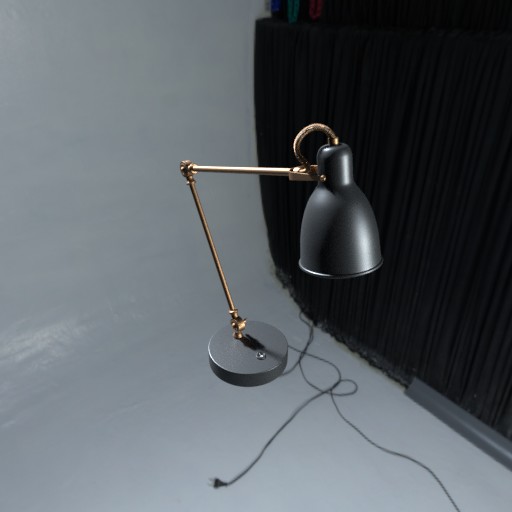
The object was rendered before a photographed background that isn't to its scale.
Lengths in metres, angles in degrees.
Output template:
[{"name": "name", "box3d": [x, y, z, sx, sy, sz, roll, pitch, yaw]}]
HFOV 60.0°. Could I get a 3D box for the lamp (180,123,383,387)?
[{"name": "lamp", "box3d": [0.000, 0.000, 0.889, 0.187, 0.587, 0.561, -21, 36, -32]}]
